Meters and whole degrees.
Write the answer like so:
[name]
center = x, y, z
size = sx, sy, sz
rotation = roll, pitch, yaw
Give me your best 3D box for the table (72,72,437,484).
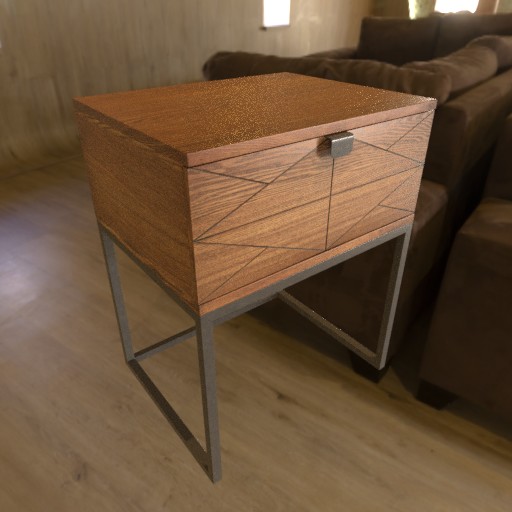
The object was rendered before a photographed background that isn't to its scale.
[table]
center = 0.000, 0.000, 0.898
size = 0.482, 0.610, 0.400
rotation = -21, 37, -32
